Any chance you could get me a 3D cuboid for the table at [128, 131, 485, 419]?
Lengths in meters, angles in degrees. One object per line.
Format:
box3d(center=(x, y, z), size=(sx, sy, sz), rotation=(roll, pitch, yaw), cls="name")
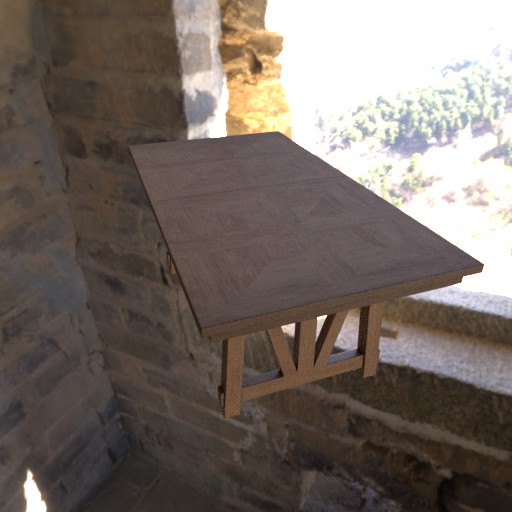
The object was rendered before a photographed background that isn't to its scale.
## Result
box3d(center=(0.000, 0.000, 2.354), size=(1.016, 0.768, 1.881), rotation=(-10, 32, -17), cls="table")
